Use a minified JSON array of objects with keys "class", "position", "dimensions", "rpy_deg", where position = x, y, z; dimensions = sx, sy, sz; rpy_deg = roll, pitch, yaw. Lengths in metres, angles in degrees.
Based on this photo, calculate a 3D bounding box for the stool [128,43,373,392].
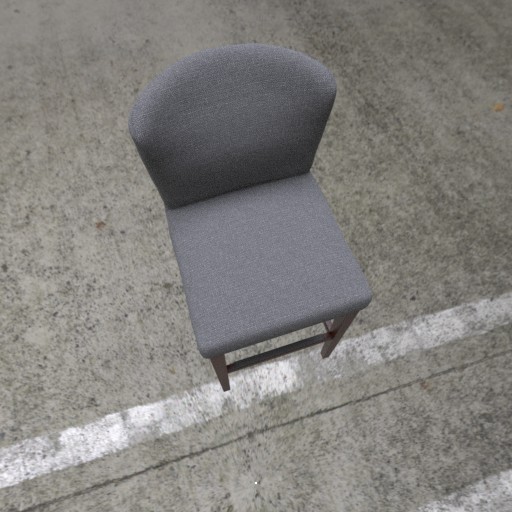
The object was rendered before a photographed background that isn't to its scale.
[{"class":"stool","position":[0.000,0.000,1.358],"dimensions":[0.486,1.069,0.568],"rpy_deg":[-16,64,-8]}]
